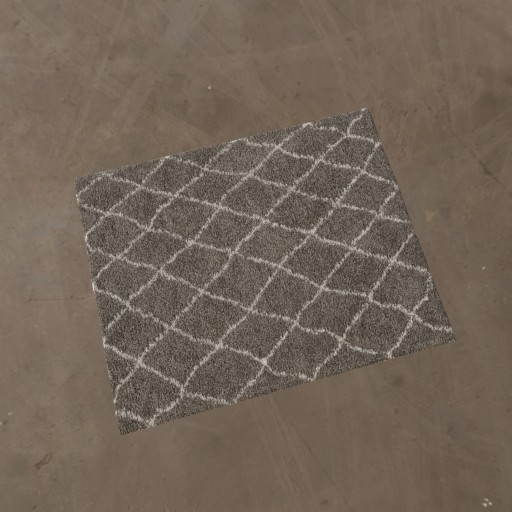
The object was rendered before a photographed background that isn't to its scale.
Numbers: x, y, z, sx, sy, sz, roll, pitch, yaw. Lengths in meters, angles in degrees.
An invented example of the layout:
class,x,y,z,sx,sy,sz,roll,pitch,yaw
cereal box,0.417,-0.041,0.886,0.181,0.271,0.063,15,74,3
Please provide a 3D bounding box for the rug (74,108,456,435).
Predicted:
class,x,y,z,sx,sy,sz,roll,pitch,yaw
rug,0.000,0.000,4.147,3.047,0.029,2.438,-15,76,-4
